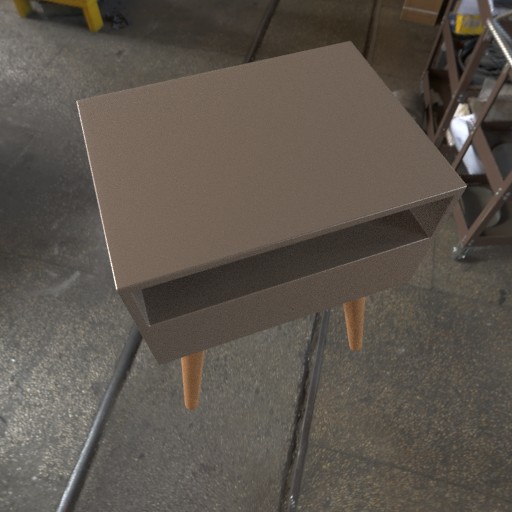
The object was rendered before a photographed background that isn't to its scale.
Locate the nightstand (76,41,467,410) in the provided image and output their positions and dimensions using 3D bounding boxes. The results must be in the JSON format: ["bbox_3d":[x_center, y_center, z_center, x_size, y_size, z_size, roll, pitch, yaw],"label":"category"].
[{"bbox_3d":[0.000,0.000,0.719,0.370,0.508,0.288,-17,59,-10],"label":"nightstand"}]
